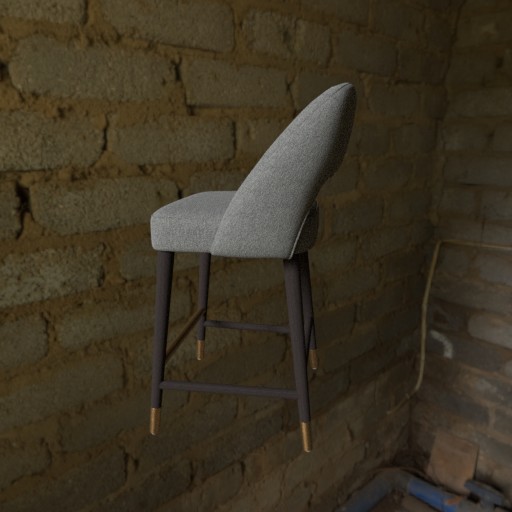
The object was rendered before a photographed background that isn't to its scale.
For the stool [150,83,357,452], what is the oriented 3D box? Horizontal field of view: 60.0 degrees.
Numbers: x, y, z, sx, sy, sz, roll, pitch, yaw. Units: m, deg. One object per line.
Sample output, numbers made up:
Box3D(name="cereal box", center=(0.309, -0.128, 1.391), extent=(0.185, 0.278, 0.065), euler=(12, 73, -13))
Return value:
Box3D(name="stool", center=(0.000, 0.000, 1.289), extent=(0.524, 0.925, 0.536), euler=(2, 15, 9))
